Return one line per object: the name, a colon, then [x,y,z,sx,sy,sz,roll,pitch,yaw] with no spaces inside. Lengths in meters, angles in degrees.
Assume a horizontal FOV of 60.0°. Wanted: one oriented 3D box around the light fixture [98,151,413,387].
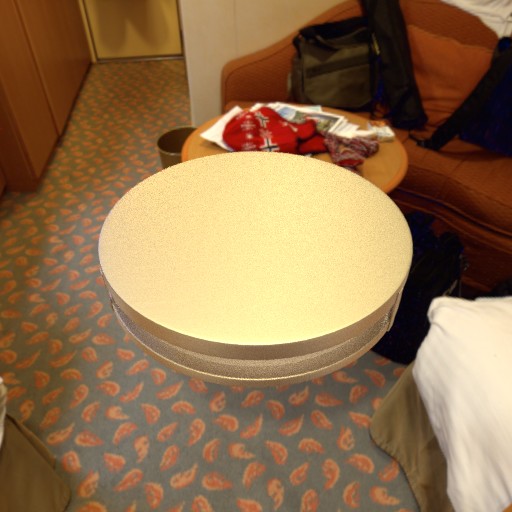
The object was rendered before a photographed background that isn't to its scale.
light fixture: [0.000,0.000,0.548,0.356,0.102,0.356,0,41,0]
